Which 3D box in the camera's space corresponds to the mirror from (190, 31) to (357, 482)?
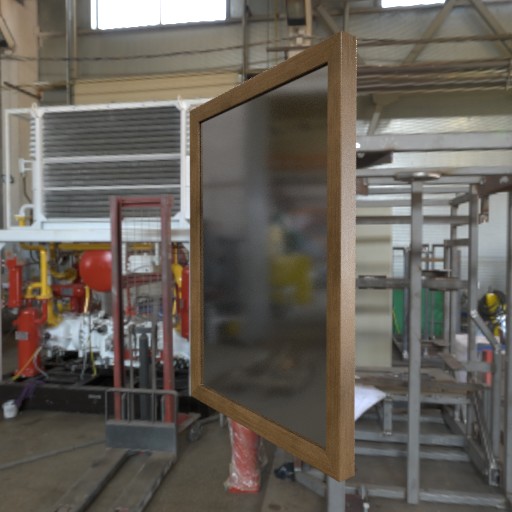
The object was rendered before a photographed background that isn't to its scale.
[{"bbox_3d":[0.000,0.000,0.913,0.040,0.710,0.507,-1,2,-36],"label":"mirror"}]
